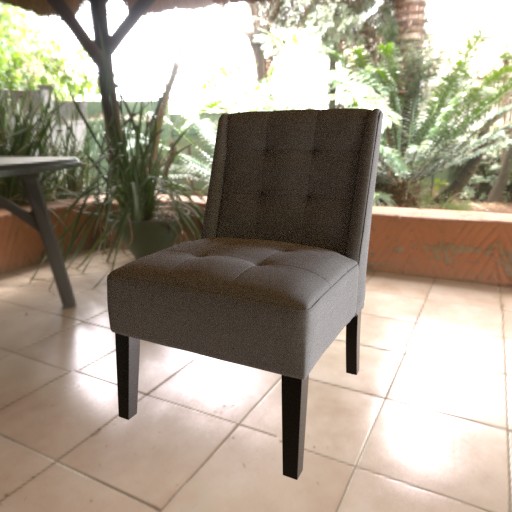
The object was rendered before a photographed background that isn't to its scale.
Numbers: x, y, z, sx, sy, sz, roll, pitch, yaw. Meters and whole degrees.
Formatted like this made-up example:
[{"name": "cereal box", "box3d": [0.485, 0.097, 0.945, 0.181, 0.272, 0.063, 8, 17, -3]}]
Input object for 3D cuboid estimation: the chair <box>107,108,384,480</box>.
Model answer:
[{"name": "chair", "box3d": [0.000, 0.000, 1.304, 0.569, 0.853, 0.676, 7, 16, 26]}]
